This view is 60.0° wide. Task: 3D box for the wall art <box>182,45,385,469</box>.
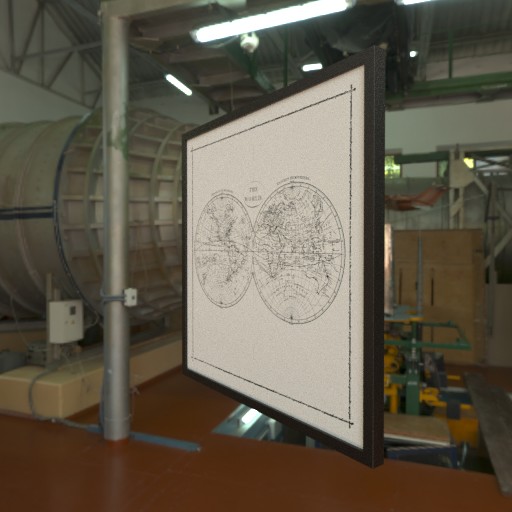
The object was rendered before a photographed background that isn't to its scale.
[{"bbox_3d":[0.000,0.000,1.131,0.031,0.775,0.773,-1,1,-36],"label":"wall art"}]
